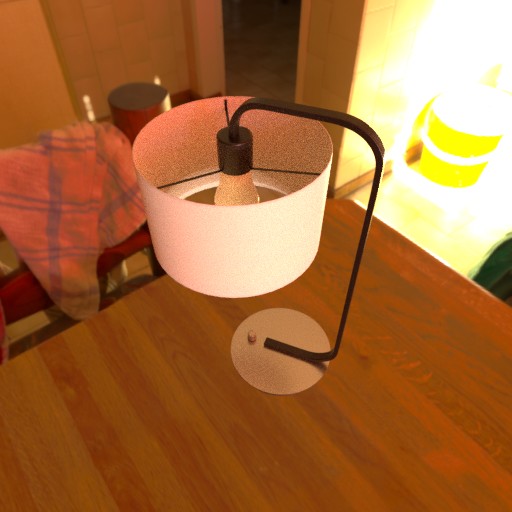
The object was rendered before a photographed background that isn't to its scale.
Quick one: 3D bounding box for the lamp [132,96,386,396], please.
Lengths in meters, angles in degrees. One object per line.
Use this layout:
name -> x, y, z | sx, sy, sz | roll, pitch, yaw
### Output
lamp -> 0.000, 0.000, 0.634 | 0.288, 0.473, 0.230 | 16, 48, 15
